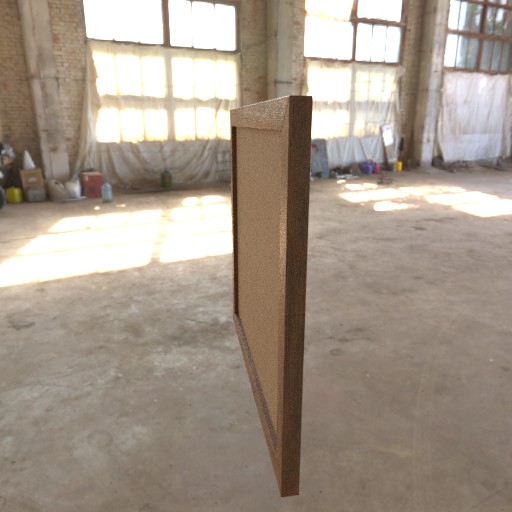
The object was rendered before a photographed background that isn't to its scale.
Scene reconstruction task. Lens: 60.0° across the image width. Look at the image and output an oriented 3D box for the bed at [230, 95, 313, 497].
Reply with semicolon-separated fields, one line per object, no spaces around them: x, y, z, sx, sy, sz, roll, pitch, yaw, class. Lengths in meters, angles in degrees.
0.000;0.000;1.462;0.046;0.942;1.046;-3;17;-9;bed
